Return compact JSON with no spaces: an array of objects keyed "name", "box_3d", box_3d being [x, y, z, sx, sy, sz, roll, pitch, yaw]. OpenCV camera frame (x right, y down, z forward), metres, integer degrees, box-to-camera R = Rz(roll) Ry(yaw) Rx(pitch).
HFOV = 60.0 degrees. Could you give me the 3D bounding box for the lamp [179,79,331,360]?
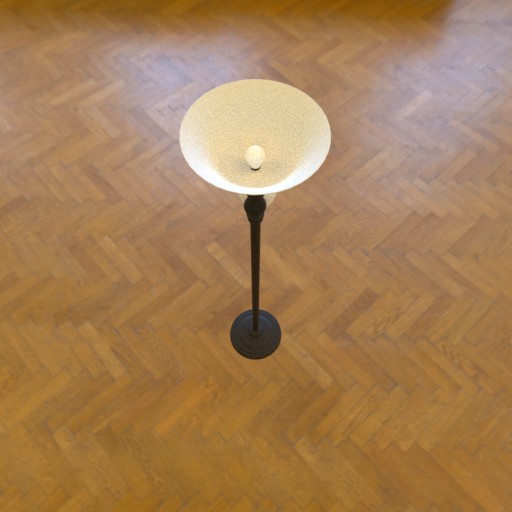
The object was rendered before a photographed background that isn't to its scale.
[{"name":"lamp","box_3d":[0.000,0.000,2.024,0.405,1.793,0.588,1,63,1]}]
